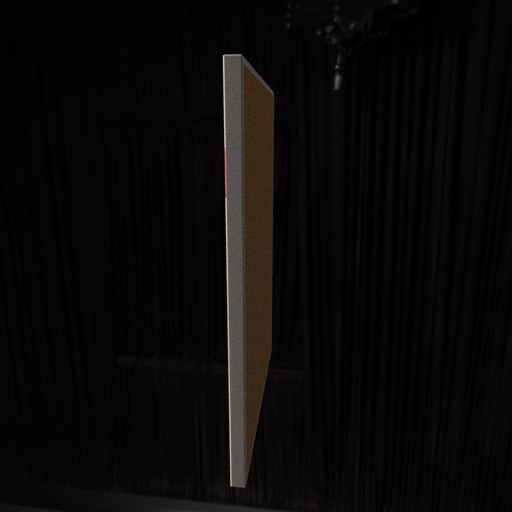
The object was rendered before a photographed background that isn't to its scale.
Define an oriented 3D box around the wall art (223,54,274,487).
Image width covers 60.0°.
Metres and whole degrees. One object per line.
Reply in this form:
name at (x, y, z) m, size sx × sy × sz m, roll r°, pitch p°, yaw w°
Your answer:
wall art at (0.000, 0.000, 1.634) m, size 0.046 × 1.221 × 0.914 m, roll 2°, pitch 15°, yaw 7°
